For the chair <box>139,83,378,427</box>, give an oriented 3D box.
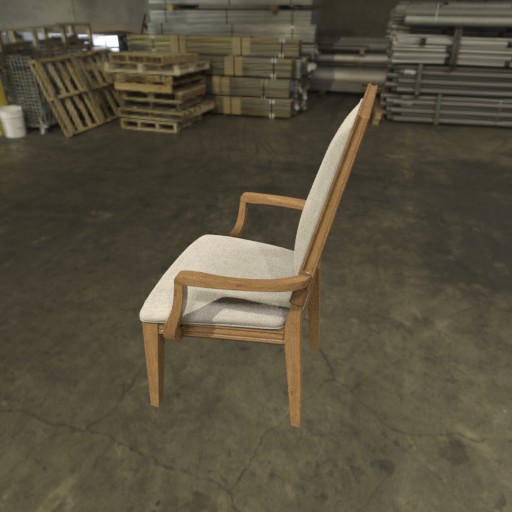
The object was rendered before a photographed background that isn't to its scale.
[{"bbox_3d":[0.000,0.000,1.397,0.602,0.990,0.606,8,31,14],"label":"chair"}]
